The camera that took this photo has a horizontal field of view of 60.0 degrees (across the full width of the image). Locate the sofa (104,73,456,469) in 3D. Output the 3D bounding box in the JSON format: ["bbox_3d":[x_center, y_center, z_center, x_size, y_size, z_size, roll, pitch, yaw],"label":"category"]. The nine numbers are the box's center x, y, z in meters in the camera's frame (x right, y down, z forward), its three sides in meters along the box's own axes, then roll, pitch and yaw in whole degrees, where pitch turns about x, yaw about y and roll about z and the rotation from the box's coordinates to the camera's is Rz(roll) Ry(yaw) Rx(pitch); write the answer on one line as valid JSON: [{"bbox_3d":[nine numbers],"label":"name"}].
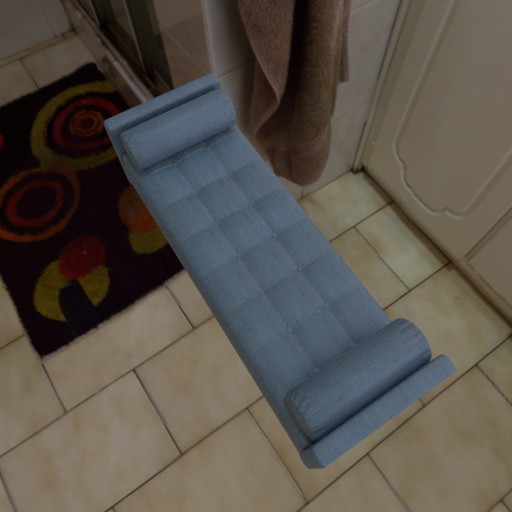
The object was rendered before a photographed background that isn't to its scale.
[{"bbox_3d":[0.000,0.000,2.340,0.686,0.635,1.981,-30,68,-13],"label":"sofa"}]
